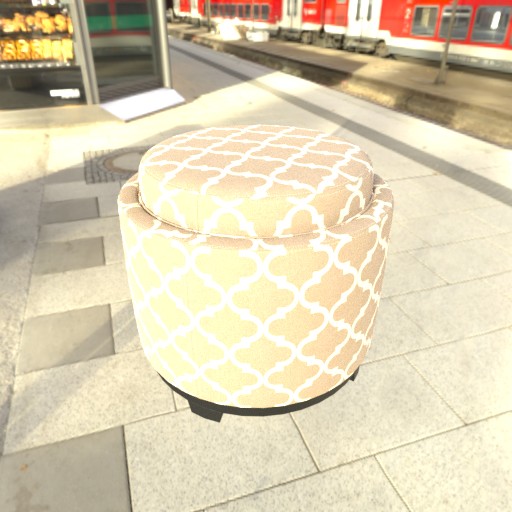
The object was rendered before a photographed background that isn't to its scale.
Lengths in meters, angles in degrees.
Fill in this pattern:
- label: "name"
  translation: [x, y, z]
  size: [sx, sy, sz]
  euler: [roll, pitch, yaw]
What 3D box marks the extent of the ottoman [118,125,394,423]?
- label: "ottoman"
  translation: [0.000, 0.000, 0.854]
  size: [0.480, 0.429, 0.480]
  euler: [0, 30, 0]
